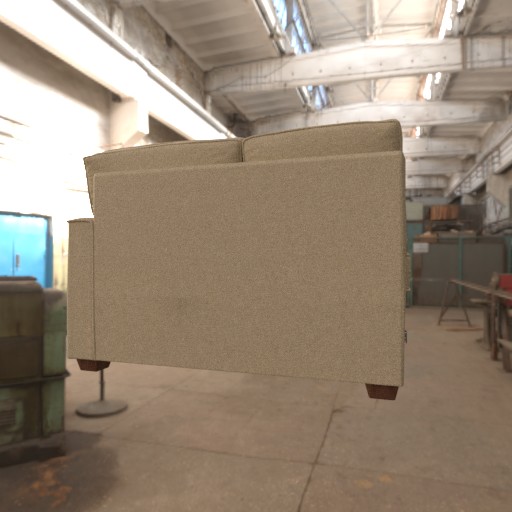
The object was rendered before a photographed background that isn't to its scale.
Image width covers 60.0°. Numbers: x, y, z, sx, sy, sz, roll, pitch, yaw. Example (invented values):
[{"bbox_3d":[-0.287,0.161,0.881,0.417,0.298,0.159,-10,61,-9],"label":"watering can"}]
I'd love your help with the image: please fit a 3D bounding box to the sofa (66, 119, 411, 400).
[{"bbox_3d":[0.000,0.000,2.111,1.388,0.989,0.991,0,0,19],"label":"sofa"}]
